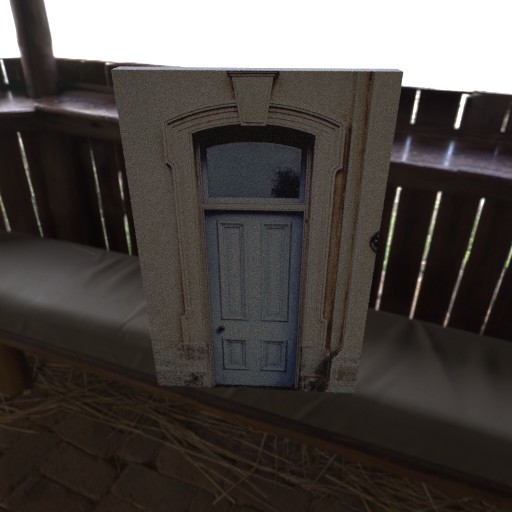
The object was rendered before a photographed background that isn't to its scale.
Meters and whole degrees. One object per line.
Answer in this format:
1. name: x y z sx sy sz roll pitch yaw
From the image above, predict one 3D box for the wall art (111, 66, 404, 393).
1. wall art: 0.000 0.000 0.775 0.403 0.607 0.036 1 29 3
